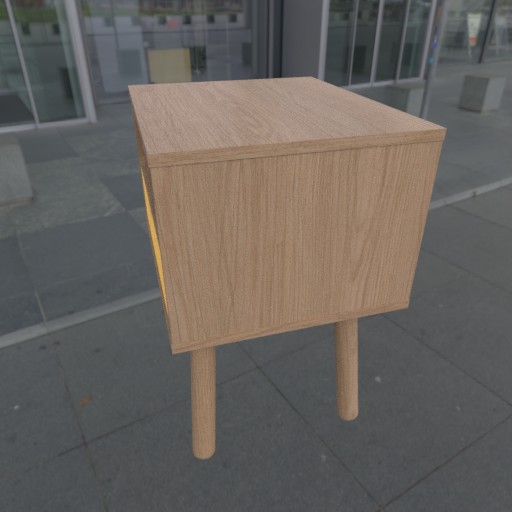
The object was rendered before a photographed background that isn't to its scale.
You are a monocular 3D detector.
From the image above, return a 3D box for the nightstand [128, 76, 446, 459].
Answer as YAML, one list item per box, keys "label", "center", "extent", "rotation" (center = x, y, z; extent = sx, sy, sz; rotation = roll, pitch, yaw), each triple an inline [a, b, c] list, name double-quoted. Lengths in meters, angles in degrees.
- label: "nightstand"
  center: [0.000, 0.000, 0.856]
  extent: [0.380, 0.571, 0.450]
  rotation: [-9, 31, -14]
